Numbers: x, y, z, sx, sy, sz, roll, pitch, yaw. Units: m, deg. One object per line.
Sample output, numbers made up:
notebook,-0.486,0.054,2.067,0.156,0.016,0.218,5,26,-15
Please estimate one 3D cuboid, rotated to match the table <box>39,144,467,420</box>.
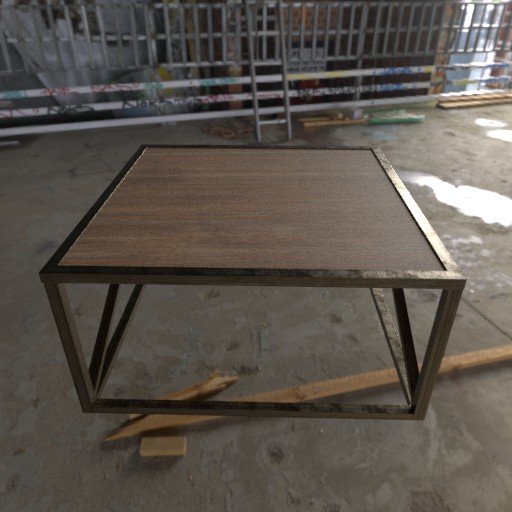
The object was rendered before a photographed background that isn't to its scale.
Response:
table,0.000,0.000,1.439,0.909,0.451,0.899,1,31,1
